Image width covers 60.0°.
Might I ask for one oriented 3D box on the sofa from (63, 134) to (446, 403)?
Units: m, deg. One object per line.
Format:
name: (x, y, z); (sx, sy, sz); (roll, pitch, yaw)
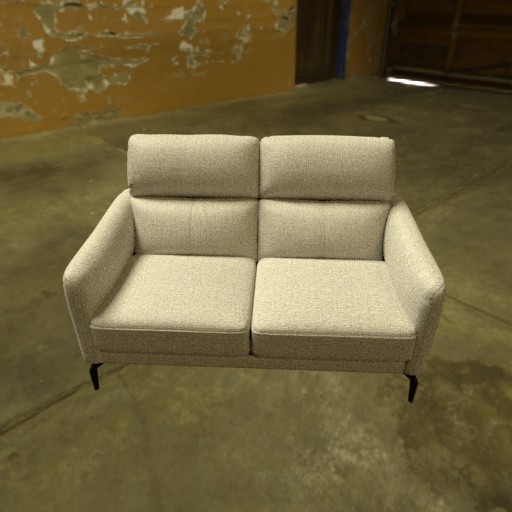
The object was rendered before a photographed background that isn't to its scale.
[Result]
sofa: (0.000, 0.000, 2.098); (1.540, 0.950, 0.905); (1, 29, 3)
